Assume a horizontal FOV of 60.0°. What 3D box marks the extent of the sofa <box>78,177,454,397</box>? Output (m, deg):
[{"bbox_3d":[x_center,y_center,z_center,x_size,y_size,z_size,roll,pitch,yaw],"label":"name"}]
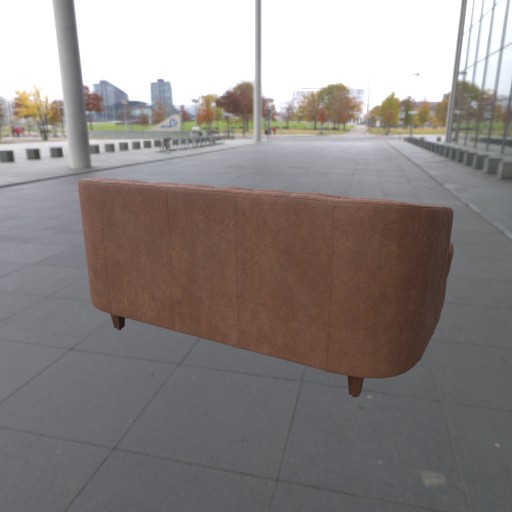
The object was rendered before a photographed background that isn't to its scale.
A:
[{"bbox_3d":[0.000,0.000,2.230,1.755,0.786,0.914,9,18,27],"label":"sofa"}]
